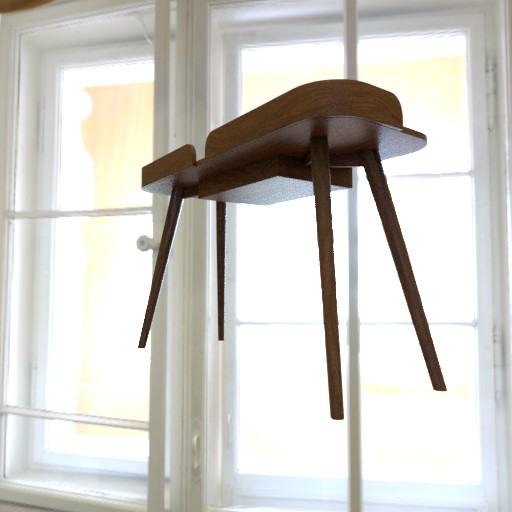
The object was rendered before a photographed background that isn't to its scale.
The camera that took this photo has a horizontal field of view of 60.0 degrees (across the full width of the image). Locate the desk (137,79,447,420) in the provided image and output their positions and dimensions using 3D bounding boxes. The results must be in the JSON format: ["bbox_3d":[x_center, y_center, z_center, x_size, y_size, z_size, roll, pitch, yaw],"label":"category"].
[{"bbox_3d":[0.000,0.000,1.648,0.486,0.800,1.256,2,-3,-36],"label":"desk"}]
